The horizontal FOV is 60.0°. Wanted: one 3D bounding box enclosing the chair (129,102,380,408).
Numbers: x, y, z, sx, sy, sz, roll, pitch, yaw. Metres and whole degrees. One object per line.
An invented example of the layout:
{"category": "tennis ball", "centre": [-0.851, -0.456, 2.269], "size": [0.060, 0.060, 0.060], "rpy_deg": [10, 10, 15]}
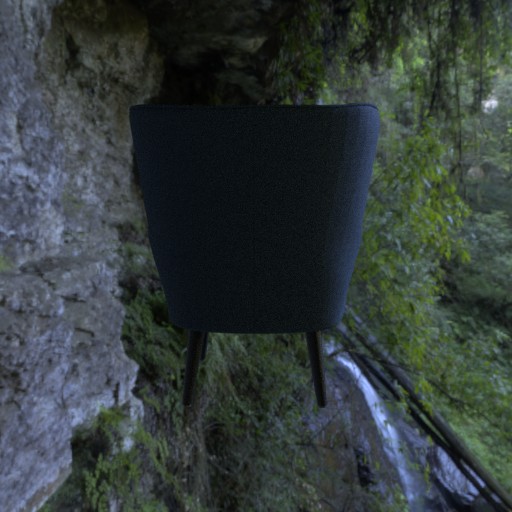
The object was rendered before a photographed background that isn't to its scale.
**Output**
{"category": "chair", "centre": [0.000, 0.000, 1.581], "size": [0.781, 0.933, 0.888], "rpy_deg": [0, 1, 1]}
